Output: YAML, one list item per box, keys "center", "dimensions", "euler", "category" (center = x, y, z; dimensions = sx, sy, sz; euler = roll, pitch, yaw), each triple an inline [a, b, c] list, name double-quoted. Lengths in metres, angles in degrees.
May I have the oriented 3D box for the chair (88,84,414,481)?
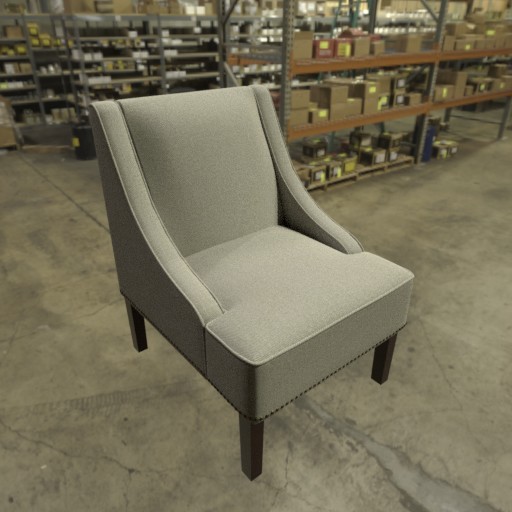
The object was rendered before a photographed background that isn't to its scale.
- center: [0.000, 0.000, 1.352]
  dimensions: [0.628, 0.872, 0.748]
  euler: [-21, 35, -34]
  category: "chair"
